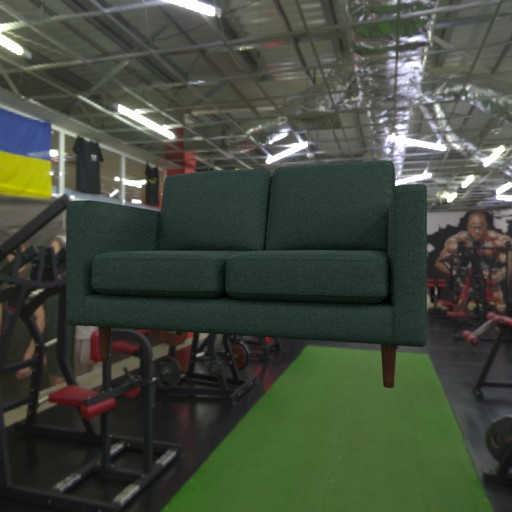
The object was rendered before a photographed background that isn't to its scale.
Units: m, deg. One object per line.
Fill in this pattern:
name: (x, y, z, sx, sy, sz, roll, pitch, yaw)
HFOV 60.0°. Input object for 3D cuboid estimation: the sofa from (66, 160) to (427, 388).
sofa: (0.000, 0.000, 2.023, 1.430, 0.899, 0.879, 0, 0, 19)
